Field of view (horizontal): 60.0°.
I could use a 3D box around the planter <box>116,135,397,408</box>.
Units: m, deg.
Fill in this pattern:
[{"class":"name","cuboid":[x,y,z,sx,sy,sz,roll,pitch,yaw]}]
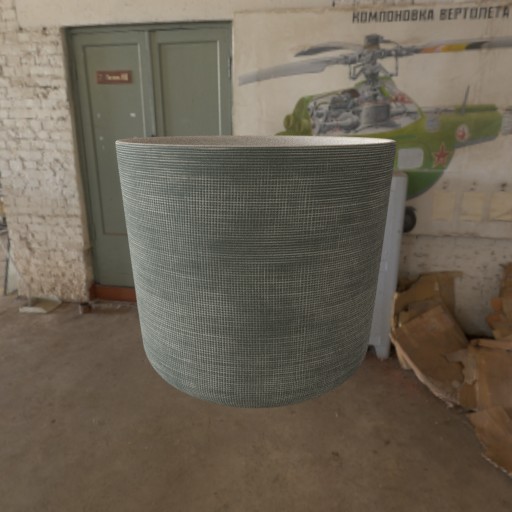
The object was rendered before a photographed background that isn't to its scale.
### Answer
[{"class":"planter","cuboid":[0.000,0.000,0.781,0.440,0.398,0.440,0,17,0]}]
